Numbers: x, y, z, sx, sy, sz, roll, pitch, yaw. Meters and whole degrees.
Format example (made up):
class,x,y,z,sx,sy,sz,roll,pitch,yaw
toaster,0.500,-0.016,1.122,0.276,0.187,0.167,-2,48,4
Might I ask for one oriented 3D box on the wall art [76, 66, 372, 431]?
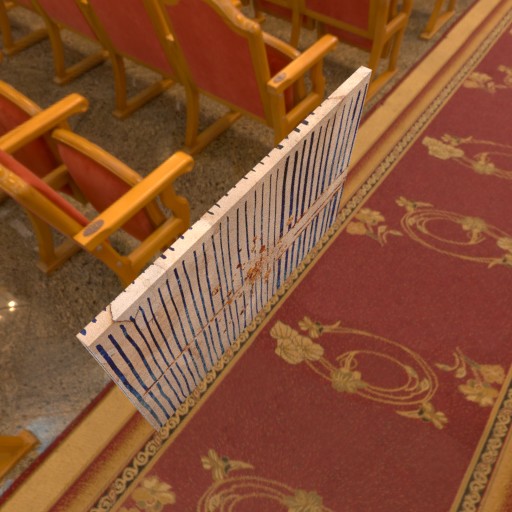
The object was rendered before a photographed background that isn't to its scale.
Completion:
class,x,y,z,sx,sy,sz,roll,pitch,yaw
wall art,0.000,0.000,1.165,0.030,0.609,0.919,32,62,20
